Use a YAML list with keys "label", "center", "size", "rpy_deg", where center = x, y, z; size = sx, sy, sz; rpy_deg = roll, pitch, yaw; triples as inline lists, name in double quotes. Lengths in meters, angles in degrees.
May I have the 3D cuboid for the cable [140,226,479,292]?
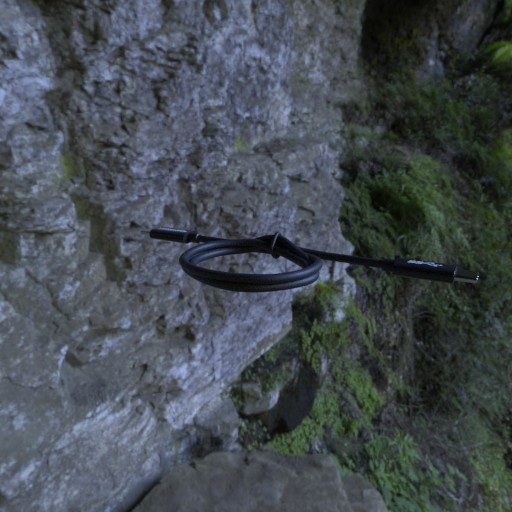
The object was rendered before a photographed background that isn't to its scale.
- label: "cable"
  center: [0.000, 0.000, 0.208]
  size: [0.186, 0.014, 0.070]
  rpy_deg: [8, 18, 28]
